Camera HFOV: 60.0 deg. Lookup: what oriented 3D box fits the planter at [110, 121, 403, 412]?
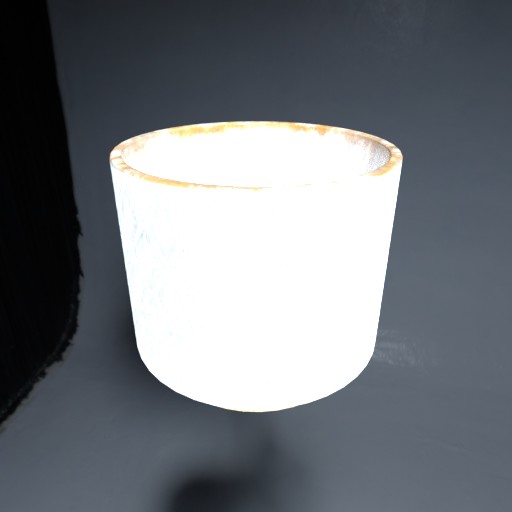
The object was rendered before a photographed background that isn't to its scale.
[{"bbox_3d":[0.000,0.000,0.450,0.255,0.223,0.255,0,27,0],"label":"planter"}]
